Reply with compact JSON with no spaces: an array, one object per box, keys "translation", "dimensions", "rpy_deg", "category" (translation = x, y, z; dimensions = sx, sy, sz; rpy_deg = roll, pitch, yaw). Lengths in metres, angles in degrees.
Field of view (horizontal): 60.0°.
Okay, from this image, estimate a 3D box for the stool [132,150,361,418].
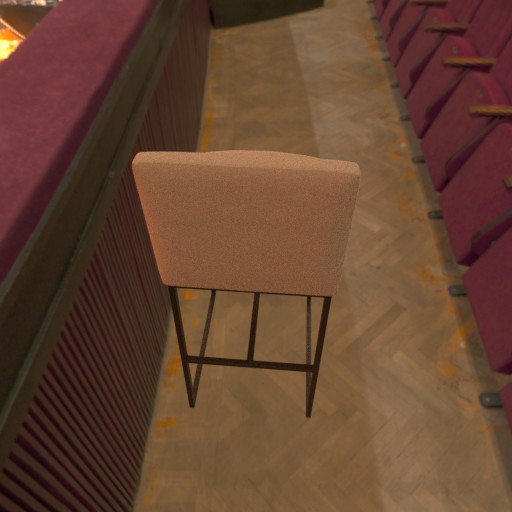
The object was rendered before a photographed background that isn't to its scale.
[{"translation":[0.000,0.000,1.401],"dimensions":[0.464,1.061,0.573],"rpy_deg":[4,46,3],"category":"stool"}]
